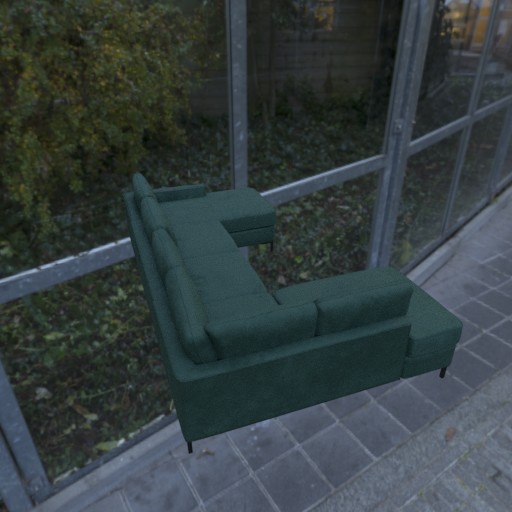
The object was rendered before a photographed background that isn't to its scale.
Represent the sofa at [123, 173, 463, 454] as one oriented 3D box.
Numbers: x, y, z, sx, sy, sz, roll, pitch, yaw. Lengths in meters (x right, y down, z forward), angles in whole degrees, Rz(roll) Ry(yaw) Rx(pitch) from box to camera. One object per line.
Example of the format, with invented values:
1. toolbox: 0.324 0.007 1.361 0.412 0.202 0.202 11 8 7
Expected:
1. sofa: 0.000 0.000 3.959 1.992 0.861 2.994 -10 31 -18
